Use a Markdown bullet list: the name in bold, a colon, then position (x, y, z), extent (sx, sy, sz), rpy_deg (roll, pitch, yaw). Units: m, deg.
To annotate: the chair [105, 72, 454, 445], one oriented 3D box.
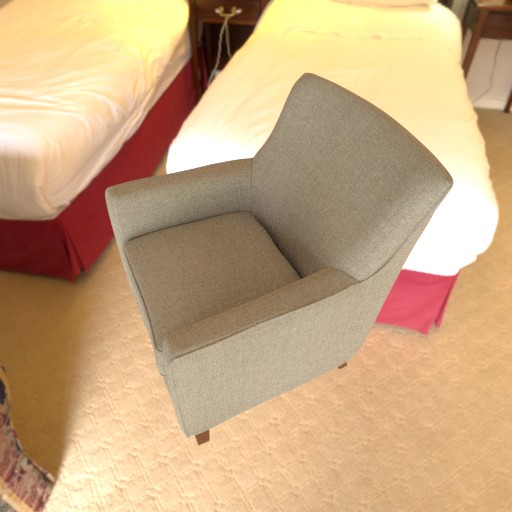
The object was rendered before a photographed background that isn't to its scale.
- **chair**: position (0.000, 0.000, 1.770), extent (0.993, 1.047, 0.887), rpy_deg (-18, 47, -18)
